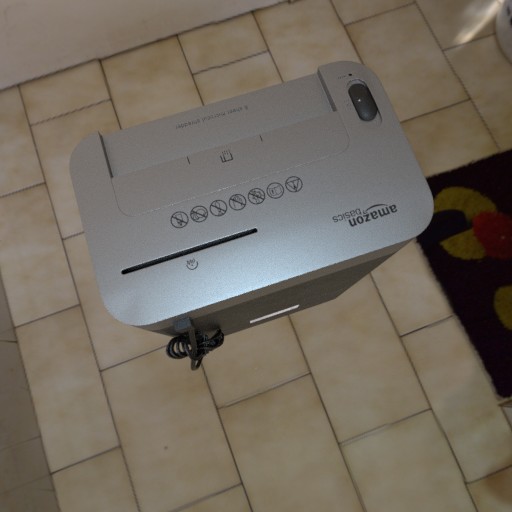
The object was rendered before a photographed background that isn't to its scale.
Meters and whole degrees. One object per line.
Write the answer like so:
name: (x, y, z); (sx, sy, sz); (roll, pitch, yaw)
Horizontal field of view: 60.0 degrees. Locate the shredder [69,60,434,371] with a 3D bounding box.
shredder: (0.000, 0.000, 0.604); (0.311, 0.419, 0.237); (-18, 76, -4)
